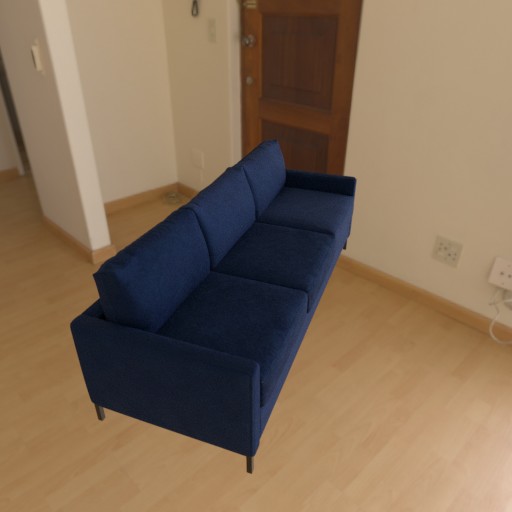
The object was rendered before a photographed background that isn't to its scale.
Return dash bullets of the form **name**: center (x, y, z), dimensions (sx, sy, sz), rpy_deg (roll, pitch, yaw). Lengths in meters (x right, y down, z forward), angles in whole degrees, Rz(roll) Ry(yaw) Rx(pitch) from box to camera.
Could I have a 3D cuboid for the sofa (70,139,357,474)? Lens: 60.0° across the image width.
- **sofa**: center (0.000, 0.000, 2.734), dimensions (0.875, 0.879, 2.252), rpy_deg (11, 32, 18)
